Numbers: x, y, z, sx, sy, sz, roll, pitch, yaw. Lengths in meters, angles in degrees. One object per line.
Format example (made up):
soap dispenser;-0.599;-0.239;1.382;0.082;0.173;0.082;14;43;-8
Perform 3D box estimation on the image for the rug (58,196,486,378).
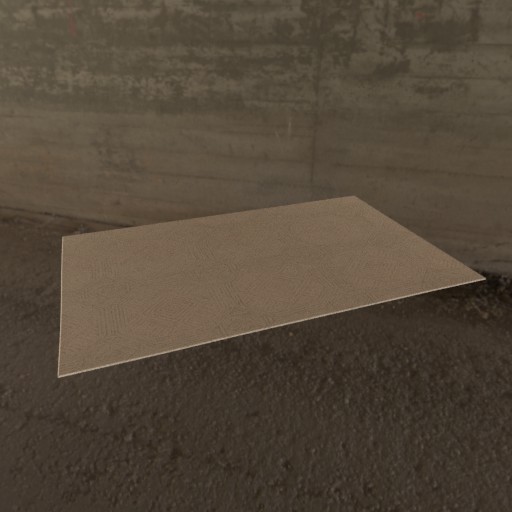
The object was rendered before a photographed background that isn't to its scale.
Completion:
rug;0.000;0.000;2.969;2.440;0.008;1.524;-10;30;-18
